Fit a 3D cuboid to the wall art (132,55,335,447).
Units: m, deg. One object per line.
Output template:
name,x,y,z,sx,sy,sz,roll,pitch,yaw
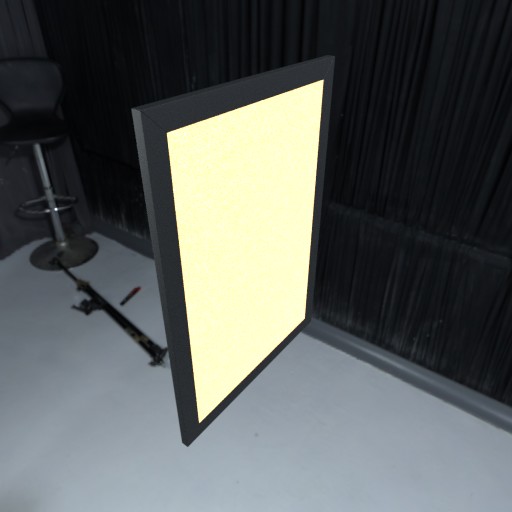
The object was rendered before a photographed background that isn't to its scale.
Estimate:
wall art,0.000,0.000,0.599,0.011,0.459,0.326,23,40,30
